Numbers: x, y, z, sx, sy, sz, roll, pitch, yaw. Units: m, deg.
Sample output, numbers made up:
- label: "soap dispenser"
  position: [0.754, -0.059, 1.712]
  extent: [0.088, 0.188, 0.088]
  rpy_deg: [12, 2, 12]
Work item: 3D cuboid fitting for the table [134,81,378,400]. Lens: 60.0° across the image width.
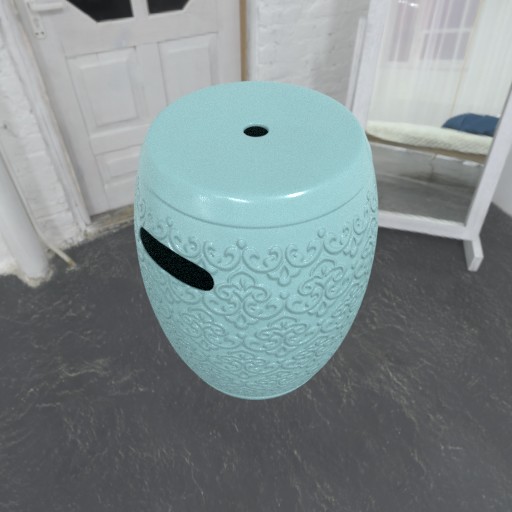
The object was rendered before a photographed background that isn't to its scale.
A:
- label: "table"
  position: [0.000, 0.000, 0.615]
  extent: [0.309, 0.397, 0.309]
  rpy_deg: [0, 47, 0]
